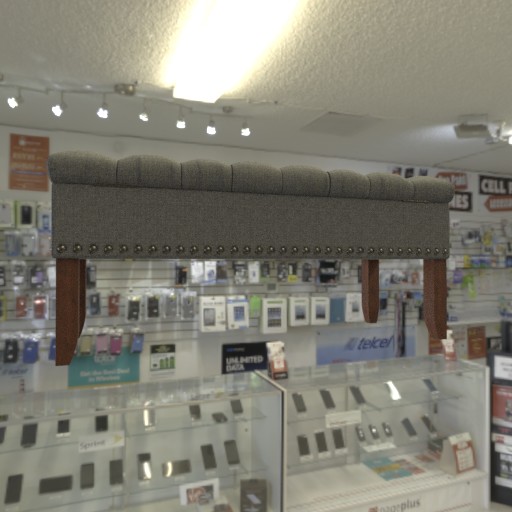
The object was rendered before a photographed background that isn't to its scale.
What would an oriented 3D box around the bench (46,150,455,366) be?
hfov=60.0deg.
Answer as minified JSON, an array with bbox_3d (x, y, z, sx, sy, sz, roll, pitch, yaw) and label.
[{"bbox_3d":[0.000,0.000,1.270,1.052,0.470,0.417,0,-1,-19],"label":"bench"}]
